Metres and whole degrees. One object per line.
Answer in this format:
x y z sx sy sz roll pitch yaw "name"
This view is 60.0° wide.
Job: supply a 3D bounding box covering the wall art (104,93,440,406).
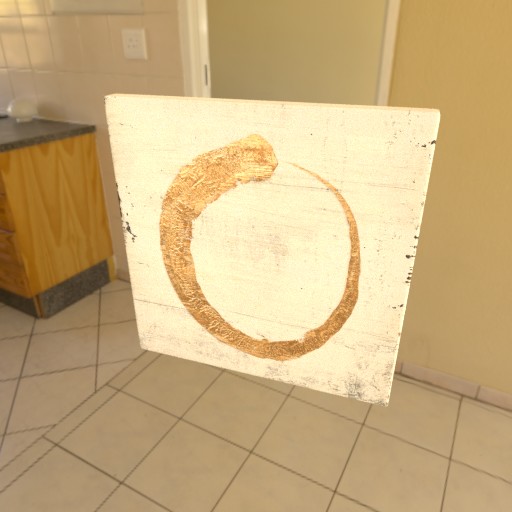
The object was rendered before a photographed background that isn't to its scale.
0.000 0.000 0.919 0.610 0.611 0.040 9 28 17 "wall art"
